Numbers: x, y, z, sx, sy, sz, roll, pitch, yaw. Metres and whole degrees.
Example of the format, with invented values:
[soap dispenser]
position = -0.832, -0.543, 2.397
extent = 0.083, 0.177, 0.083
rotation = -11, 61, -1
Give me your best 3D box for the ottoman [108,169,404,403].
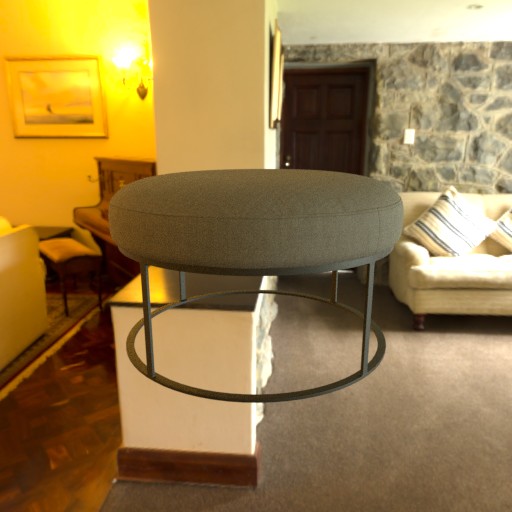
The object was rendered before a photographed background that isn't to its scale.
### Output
[ottoman]
position = 0.000, 0.000, 1.239
extent = 0.772, 0.460, 0.772
rotation = 0, 14, 0
